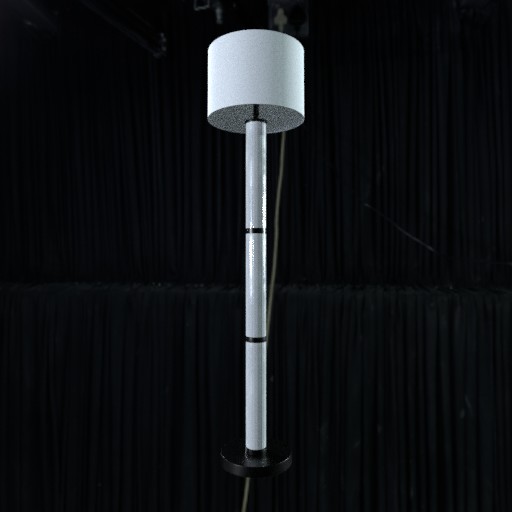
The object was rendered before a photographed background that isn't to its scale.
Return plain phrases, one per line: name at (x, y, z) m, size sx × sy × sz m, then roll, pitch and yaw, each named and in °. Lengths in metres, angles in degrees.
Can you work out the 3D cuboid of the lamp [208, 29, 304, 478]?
lamp at (0.000, 0.000, 1.738) m, size 0.377 × 1.599 × 0.377 m, roll 0°, pitch 0°, yaw 2°
